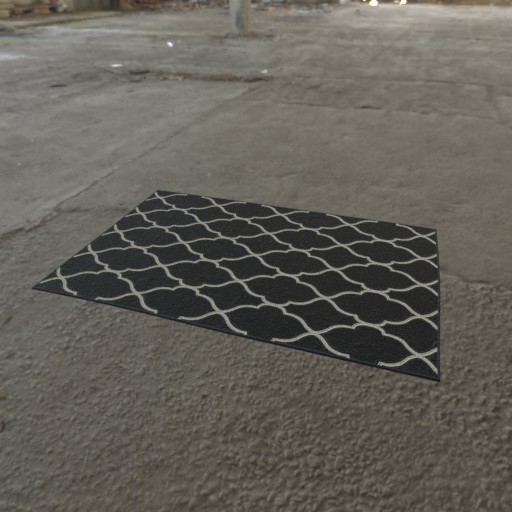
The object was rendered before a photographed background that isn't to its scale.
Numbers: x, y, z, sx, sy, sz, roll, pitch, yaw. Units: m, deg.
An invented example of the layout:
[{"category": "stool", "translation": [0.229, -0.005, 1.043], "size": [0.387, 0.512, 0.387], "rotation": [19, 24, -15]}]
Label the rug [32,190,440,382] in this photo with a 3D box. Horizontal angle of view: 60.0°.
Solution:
[{"category": "rug", "translation": [0.000, 0.000, 2.920], "size": [2.290, 0.014, 1.526], "rotation": [10, 33, 15]}]
